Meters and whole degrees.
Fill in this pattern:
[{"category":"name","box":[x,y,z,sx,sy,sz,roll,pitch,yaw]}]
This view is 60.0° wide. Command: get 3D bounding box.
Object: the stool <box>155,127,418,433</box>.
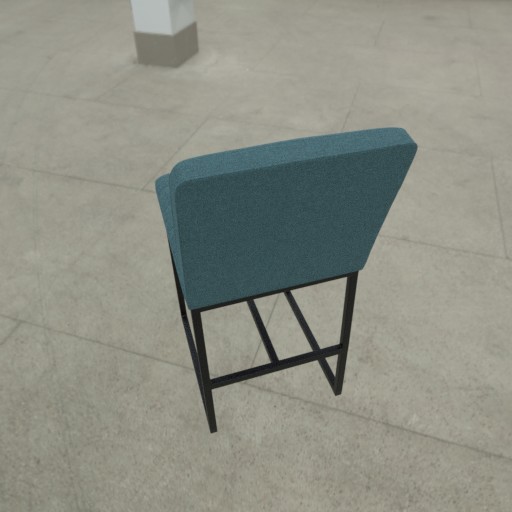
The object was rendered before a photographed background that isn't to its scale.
[{"category":"stool","box":[0.000,0.000,1.250,0.460,0.940,0.560,-12,43,-13]}]
